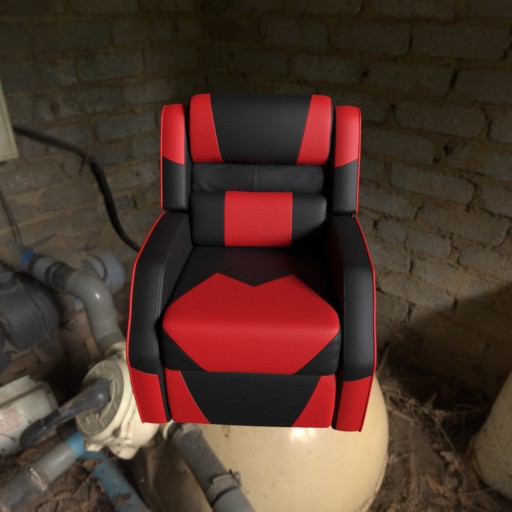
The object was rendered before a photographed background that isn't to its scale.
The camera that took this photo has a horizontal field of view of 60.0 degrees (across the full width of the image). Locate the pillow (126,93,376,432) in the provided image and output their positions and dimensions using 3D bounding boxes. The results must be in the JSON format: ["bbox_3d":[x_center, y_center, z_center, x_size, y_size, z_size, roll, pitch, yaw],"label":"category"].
[{"bbox_3d":[0.000,0.000,1.300,0.620,0.805,0.672,1,30,2],"label":"pillow"}]
